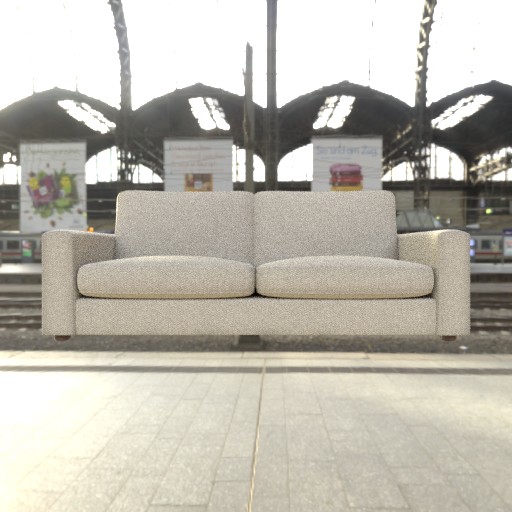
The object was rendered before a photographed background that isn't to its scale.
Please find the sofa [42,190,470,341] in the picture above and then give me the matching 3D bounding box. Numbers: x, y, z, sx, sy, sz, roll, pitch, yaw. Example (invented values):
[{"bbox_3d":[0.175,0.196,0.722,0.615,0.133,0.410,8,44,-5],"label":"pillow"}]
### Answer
[{"bbox_3d":[0.000,0.000,2.701,2.179,0.873,1.016,0,1,0],"label":"sofa"}]
